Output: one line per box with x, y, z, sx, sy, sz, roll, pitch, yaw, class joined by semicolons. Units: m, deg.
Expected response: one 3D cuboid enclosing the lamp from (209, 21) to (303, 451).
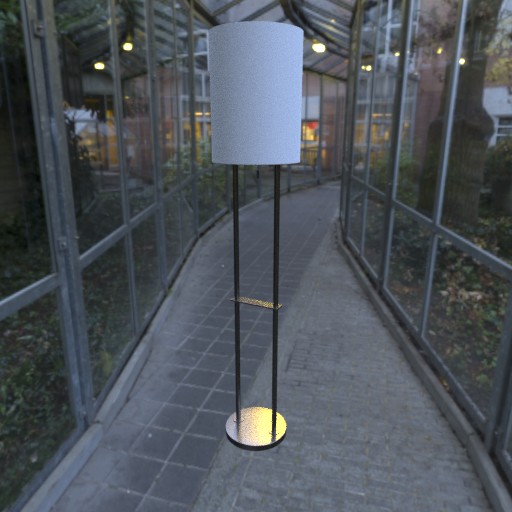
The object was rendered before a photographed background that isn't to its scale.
0.000;0.000;1.634;0.306;1.500;0.305;8;18;27;lamp
